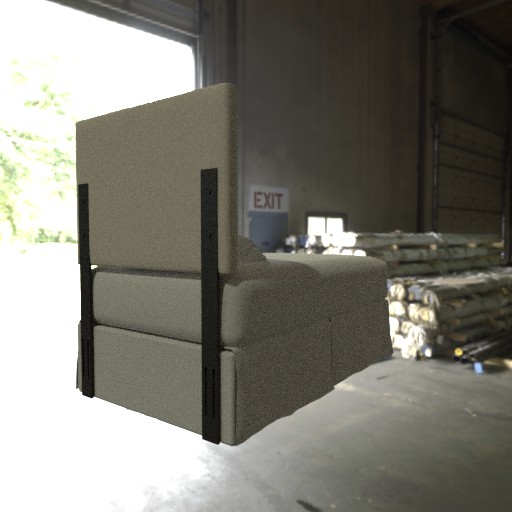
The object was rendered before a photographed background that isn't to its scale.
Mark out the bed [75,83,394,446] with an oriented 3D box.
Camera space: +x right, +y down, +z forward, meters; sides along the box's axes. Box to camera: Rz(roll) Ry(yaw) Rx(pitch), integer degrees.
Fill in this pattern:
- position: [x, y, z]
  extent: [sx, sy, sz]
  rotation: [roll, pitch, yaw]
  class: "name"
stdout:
- position: [0.000, 0.000, 3.011]
  extent: [1.261, 1.571, 1.997]
  rotation: [2, 3, 36]
  class: "bed"
